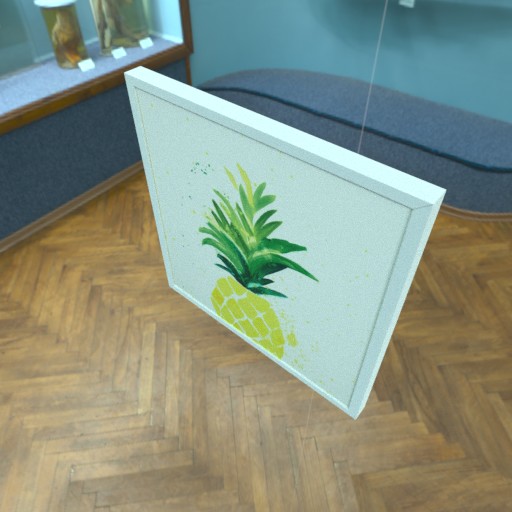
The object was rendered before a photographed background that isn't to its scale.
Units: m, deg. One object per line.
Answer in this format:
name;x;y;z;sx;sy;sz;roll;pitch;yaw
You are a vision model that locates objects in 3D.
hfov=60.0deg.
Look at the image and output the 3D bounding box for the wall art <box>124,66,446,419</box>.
wall art;0.000;0.000;0.462;0.307;0.307;0.020;31;53;27
